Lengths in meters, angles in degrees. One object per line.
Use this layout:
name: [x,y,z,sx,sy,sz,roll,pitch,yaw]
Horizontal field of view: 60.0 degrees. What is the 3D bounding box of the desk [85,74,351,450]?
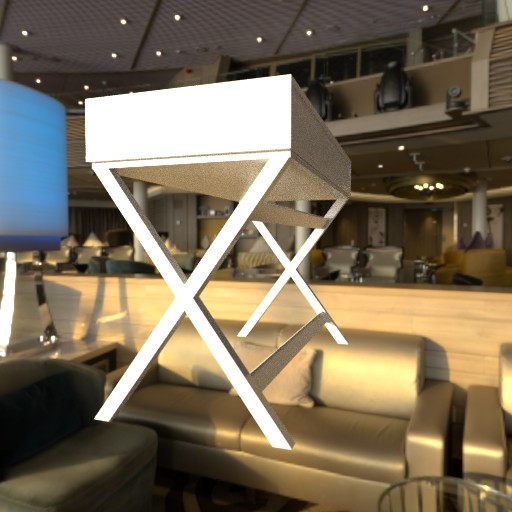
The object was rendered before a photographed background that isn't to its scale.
desk: [0.000,0.000,1.492,0.509,0.780,1.059,1,2,19]
